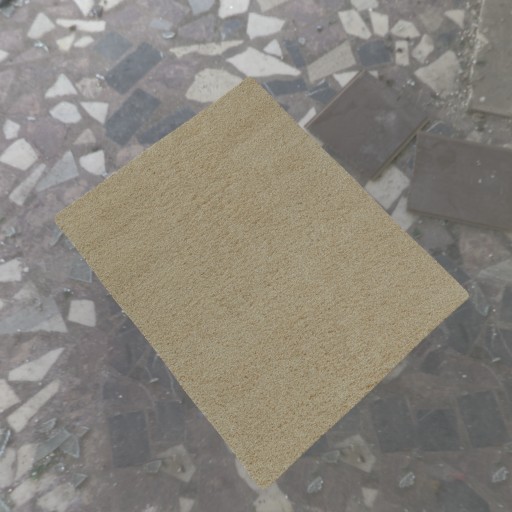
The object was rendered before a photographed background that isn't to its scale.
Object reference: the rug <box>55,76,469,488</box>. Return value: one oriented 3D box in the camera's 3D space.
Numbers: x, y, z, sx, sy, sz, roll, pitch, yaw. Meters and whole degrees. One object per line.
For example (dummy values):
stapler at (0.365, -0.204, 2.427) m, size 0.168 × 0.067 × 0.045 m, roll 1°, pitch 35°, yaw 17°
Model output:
rug at (0.000, 0.000, 3.996) m, size 2.401 × 0.025 × 3.001 m, roll -39°, pitch 77°, yaw -10°
